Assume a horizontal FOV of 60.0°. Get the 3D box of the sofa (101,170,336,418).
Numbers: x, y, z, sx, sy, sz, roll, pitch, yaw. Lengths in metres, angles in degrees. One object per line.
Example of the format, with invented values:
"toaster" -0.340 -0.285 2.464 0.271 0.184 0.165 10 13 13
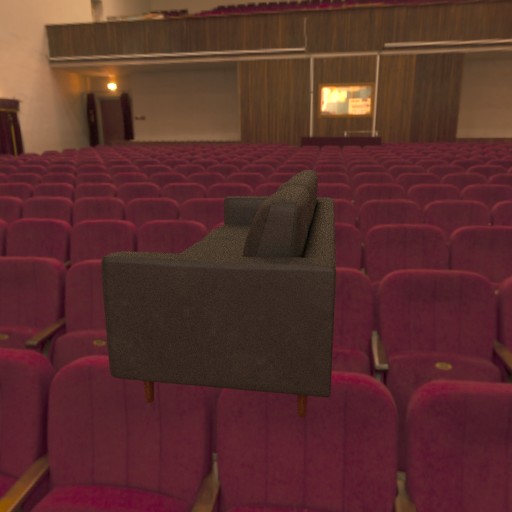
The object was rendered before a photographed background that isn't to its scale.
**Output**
"sofa" 0.000 0.000 2.560 0.879 0.899 2.029 2 14 9
